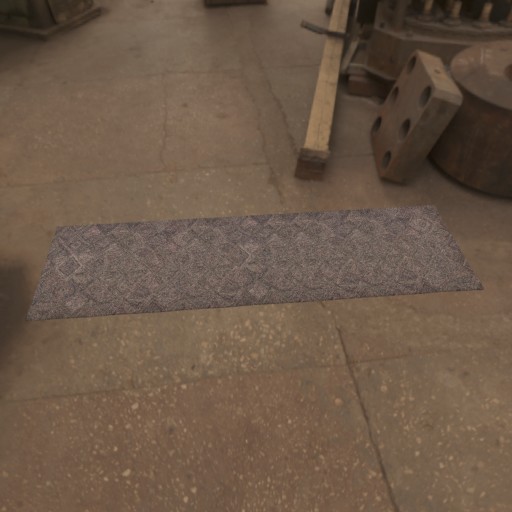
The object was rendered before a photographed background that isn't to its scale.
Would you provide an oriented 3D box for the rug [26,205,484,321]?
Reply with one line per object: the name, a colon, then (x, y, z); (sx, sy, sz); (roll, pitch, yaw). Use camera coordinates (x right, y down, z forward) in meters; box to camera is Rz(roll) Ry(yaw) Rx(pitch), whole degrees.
rug: (0.000, 0.000, 2.445); (2.296, 0.011, 0.691); (-4, 45, -4)
